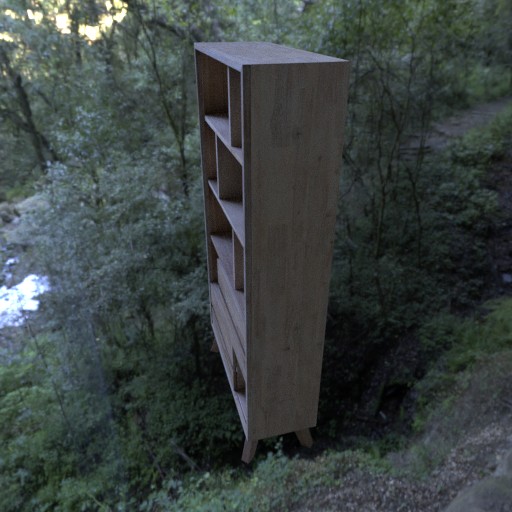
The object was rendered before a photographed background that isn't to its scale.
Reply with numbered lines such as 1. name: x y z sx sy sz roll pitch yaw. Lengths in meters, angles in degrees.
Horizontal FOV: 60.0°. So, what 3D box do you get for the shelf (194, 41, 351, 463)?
1. shelf: 0.000 0.000 1.740 0.308 1.471 0.748 -8 30 -14
